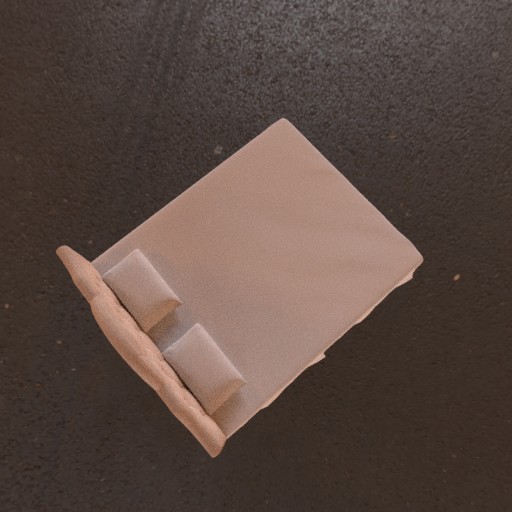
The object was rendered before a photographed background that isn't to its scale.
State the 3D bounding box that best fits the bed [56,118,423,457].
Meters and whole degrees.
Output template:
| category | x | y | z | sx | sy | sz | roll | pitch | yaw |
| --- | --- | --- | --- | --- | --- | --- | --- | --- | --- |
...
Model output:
| category | x | y | z | sx | sy | sz | roll | pitch | yaw |
| --- | --- | --- | --- | --- | --- | --- | --- | --- | --- |
| bed | 0.000 | 0.000 | 3.023 | 1.970 | 1.194 | 1.667 | -39 | 78 | -10 |
